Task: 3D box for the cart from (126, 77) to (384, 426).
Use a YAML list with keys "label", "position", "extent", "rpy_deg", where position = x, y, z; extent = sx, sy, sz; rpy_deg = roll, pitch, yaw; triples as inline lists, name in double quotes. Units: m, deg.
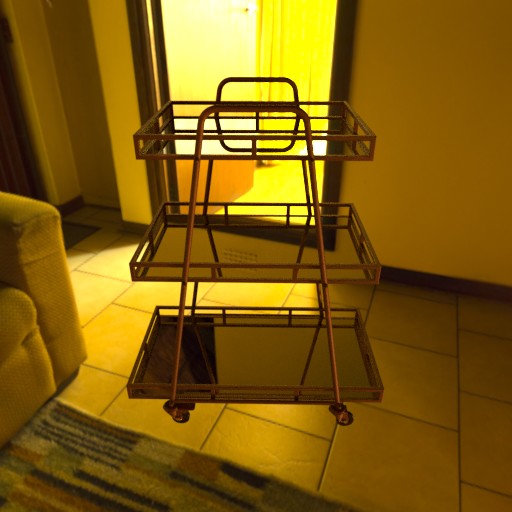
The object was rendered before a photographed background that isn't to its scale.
- label: "cart"
  position: [0.000, 0.000, 1.236]
  extent: [0.711, 0.883, 0.441]
  rpy_deg: [1, 29, 1]
